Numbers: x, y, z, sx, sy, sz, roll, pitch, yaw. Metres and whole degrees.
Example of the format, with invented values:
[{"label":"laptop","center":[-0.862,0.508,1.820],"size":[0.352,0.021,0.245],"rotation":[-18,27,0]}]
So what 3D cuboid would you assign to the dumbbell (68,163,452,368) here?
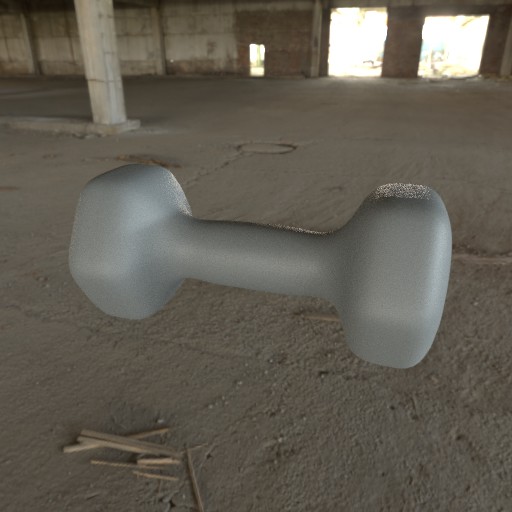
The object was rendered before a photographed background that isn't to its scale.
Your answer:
[{"label":"dumbbell","center":[0.000,0.000,0.232],"size":[0.184,0.081,0.090],"rotation":[8,26,16]}]
